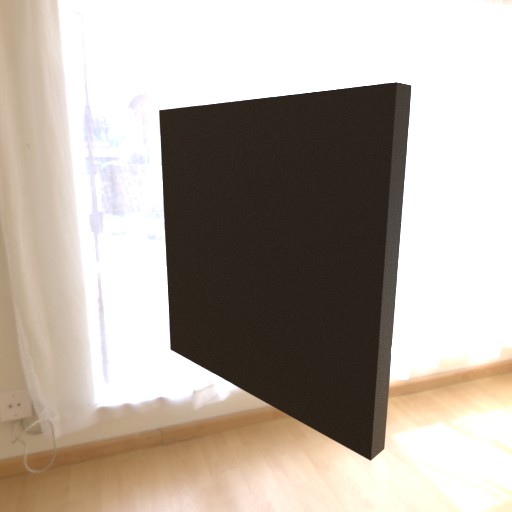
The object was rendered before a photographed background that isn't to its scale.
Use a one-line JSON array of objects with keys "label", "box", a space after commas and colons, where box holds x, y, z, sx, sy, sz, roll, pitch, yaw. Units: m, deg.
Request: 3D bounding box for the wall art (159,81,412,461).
[{"label": "wall art", "box": [0.000, 0.000, 0.761, 0.038, 0.507, 0.507, -13, 18, -43]}]
